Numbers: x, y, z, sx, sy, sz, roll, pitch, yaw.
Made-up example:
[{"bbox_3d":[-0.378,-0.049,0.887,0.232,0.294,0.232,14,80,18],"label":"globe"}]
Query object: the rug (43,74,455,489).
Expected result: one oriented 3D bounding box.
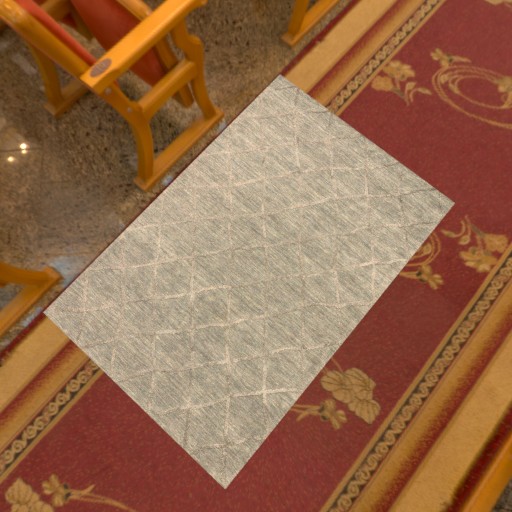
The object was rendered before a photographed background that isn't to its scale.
[{"bbox_3d":[0.000,0.000,2.852,1.521,0.006,2.283,40,78,10],"label":"rug"}]
